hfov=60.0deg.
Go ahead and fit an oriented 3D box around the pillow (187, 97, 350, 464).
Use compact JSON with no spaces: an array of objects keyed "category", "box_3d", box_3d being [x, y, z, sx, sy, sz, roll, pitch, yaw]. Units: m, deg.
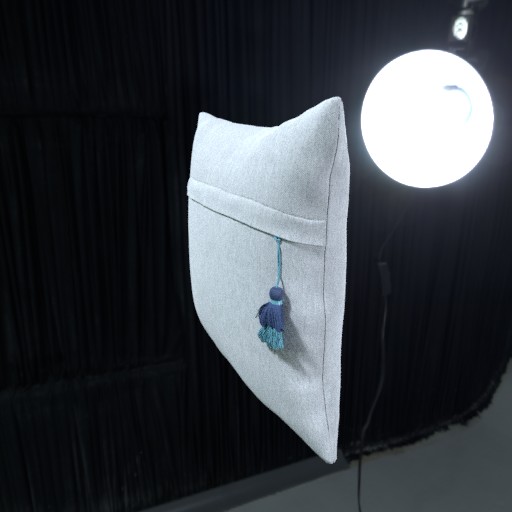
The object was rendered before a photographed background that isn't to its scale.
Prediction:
[{"category":"pillow","box_3d":[0.000,0.000,0.683,0.173,0.436,0.433,-7,17,-24]}]
